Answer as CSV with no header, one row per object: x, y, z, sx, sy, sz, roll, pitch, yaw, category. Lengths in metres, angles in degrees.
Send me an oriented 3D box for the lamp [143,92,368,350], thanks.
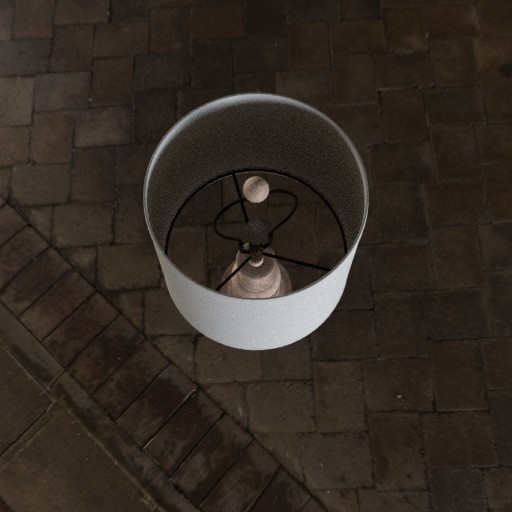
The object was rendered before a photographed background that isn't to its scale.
0.000,0.000,0.655,0.273,0.497,0.273,0,74,0,lamp
